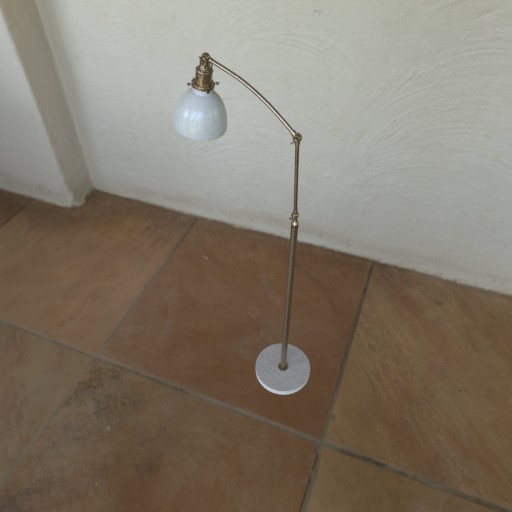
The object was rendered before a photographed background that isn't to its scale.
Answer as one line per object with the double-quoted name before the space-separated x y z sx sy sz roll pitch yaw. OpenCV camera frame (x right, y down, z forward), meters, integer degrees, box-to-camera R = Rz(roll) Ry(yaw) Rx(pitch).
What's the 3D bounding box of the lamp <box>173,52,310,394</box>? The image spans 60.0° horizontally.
"lamp" 0.000 0.000 1.840 0.599 1.586 0.288 18 48 17
